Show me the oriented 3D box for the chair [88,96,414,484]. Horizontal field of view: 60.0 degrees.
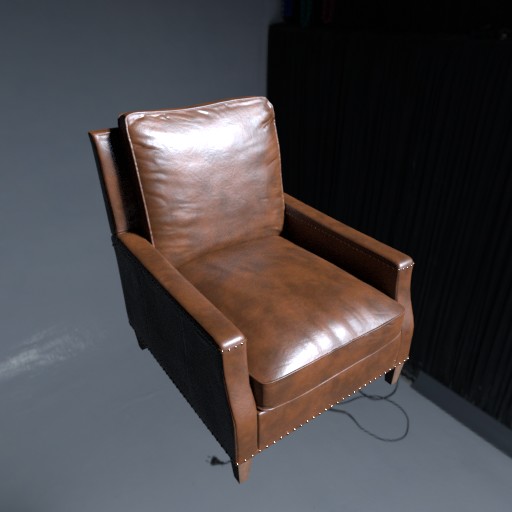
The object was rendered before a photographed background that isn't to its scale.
[{"bbox_3d":[0.000,0.000,1.749,0.854,1.054,1.035,-19,34,-31],"label":"chair"}]
